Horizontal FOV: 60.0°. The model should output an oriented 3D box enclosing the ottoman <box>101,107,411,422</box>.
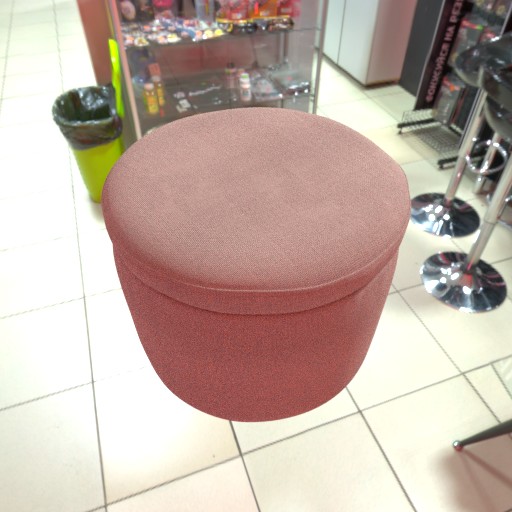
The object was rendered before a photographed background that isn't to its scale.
[{"bbox_3d":[0.000,0.000,0.840,0.497,0.409,0.497,0,45,0],"label":"ottoman"}]
